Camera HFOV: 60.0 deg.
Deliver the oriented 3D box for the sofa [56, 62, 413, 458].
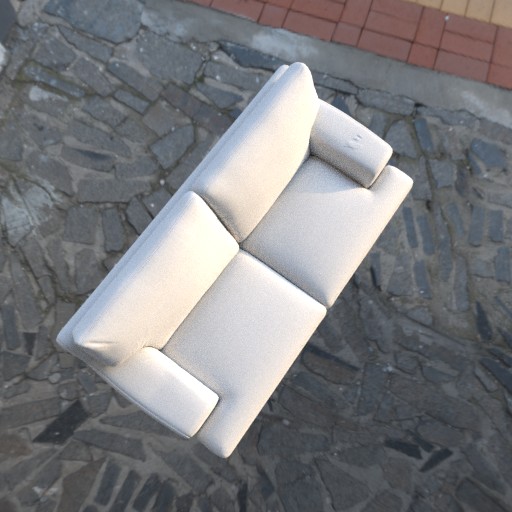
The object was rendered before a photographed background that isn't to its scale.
[{"bbox_3d":[0.000,0.000,2.821,1.143,0.940,2.261,35,77,9],"label":"sofa"}]
